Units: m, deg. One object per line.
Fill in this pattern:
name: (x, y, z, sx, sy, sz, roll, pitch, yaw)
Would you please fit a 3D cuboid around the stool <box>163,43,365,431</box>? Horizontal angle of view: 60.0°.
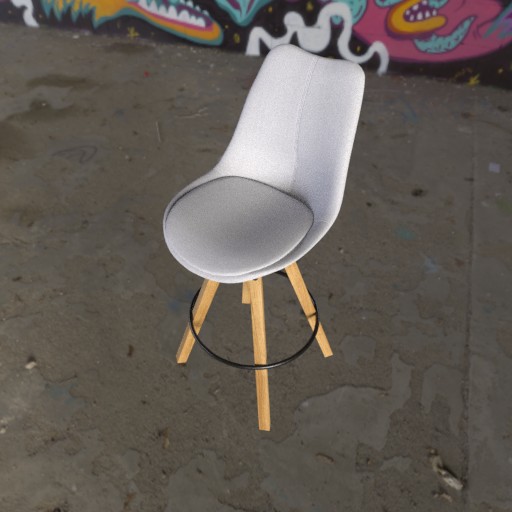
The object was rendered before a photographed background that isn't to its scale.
stool: (0.000, 0.000, 1.419, 0.484, 1.115, 0.550, 30, 51, 28)
